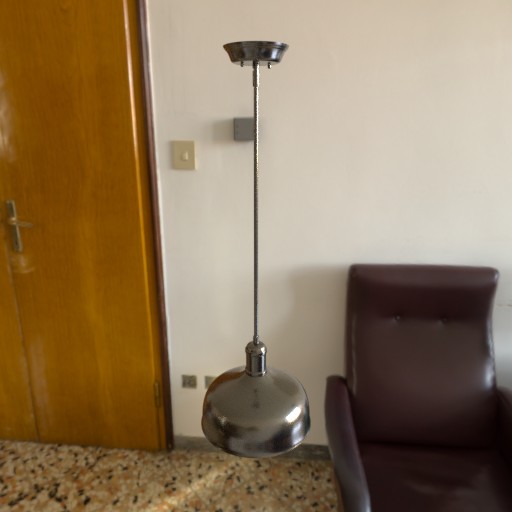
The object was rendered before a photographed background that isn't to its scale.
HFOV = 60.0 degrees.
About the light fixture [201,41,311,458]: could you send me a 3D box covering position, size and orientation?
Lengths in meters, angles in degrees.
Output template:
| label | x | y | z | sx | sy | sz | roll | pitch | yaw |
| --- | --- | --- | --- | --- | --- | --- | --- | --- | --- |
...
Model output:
| label | x | y | z | sx | sy | sz | roll | pitch | yaw |
| --- | --- | --- | --- | --- | --- | --- | --- | --- | --- |
| light fixture | 0.000 | 0.000 | 1.083 | 0.299 | 0.935 | 0.299 | -9 | 19 | -28 |
